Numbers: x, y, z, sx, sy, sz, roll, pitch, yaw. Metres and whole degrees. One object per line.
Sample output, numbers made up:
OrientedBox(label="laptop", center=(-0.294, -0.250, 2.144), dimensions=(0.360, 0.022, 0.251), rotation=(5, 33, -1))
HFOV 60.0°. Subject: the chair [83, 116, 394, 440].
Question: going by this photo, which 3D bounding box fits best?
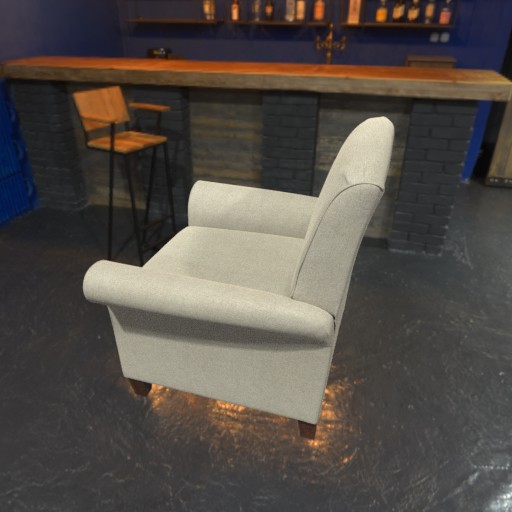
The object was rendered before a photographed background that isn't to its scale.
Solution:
OrientedBox(label="chair", center=(0.000, 0.000, 1.751), dimensions=(0.905, 1.061, 0.978), rotation=(9, 30, 15))
